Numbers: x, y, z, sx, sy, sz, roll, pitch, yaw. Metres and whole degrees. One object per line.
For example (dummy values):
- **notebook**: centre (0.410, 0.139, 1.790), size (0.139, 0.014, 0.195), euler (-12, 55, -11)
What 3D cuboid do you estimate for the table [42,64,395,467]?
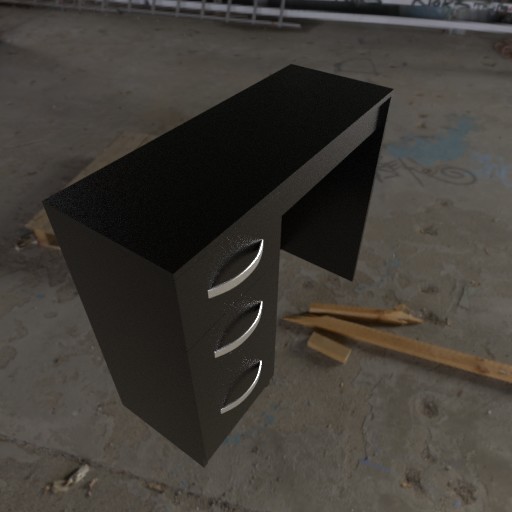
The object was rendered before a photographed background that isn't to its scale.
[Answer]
- **table**: centre (0.000, 0.000, 1.342), size (0.380, 0.790, 0.930), euler (26, 48, 25)
